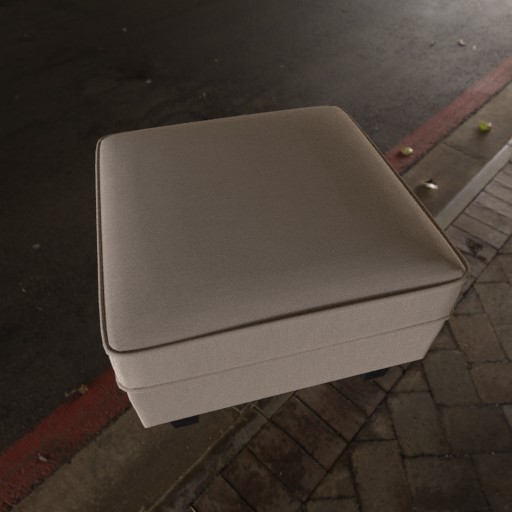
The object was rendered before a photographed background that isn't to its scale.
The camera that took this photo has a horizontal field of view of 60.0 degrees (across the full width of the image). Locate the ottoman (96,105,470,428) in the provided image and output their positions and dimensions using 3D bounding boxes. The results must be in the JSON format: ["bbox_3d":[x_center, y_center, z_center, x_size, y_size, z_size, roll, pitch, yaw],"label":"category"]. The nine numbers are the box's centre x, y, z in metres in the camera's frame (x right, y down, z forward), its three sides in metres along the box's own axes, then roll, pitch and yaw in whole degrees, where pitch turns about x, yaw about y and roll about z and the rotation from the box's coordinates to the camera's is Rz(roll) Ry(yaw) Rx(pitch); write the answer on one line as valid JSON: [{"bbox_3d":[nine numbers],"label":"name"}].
[{"bbox_3d":[0.000,0.000,1.002,0.616,0.438,0.613,-11,48,-10],"label":"ottoman"}]
